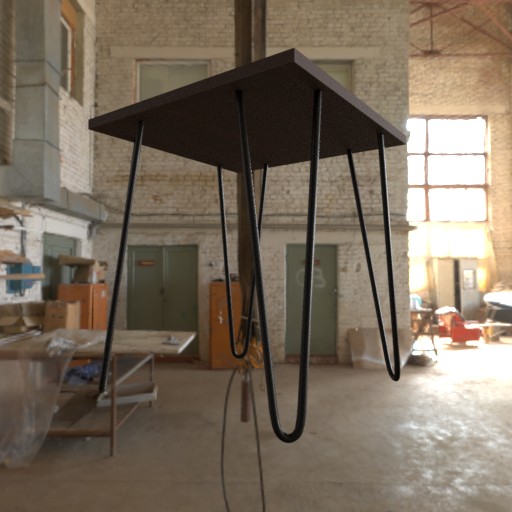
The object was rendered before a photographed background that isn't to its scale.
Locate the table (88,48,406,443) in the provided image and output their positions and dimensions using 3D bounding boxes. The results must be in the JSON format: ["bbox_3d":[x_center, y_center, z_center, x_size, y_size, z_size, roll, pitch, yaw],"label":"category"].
[{"bbox_3d":[0.000,0.000,0.957,0.495,0.559,0.495,-2,-3,36],"label":"table"}]
